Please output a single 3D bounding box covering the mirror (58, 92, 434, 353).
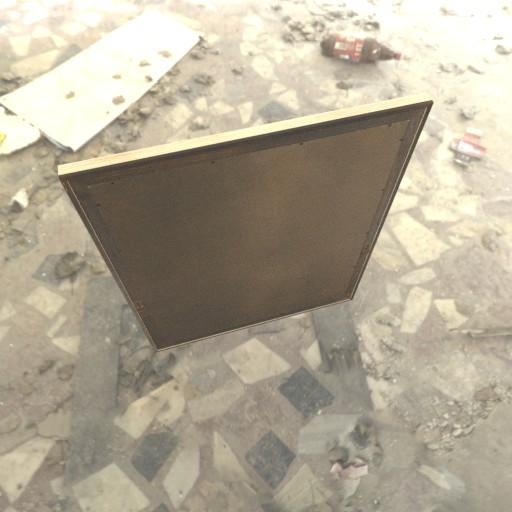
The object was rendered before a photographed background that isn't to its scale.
[{"bbox_3d":[0.000,0.000,1.213,0.730,0.882,0.032,-14,59,-8],"label":"mirror"}]
